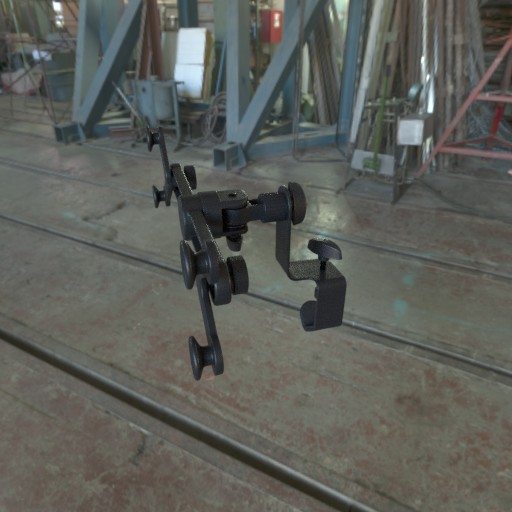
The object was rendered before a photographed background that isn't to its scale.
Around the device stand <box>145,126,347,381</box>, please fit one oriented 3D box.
[{"bbox_3d":[0.000,0.000,0.364,0.142,0.166,0.270,-8,30,-14],"label":"device stand"}]
